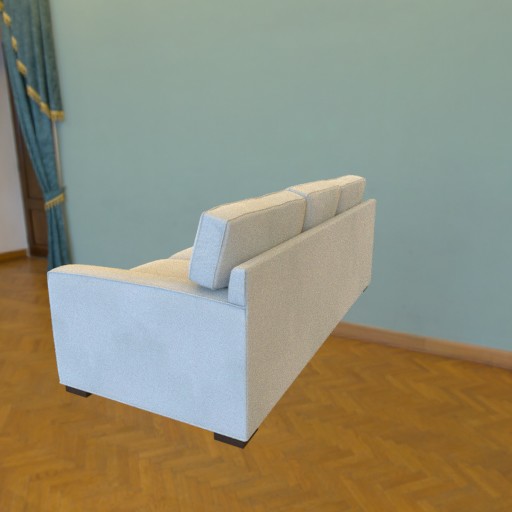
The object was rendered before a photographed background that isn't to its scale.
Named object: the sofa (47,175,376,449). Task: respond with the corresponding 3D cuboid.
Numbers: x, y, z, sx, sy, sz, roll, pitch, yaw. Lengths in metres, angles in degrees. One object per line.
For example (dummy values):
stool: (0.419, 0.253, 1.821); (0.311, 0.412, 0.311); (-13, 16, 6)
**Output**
sofa: (0.000, 0.000, 2.564); (0.935, 0.862, 2.088); (7, 16, 25)
